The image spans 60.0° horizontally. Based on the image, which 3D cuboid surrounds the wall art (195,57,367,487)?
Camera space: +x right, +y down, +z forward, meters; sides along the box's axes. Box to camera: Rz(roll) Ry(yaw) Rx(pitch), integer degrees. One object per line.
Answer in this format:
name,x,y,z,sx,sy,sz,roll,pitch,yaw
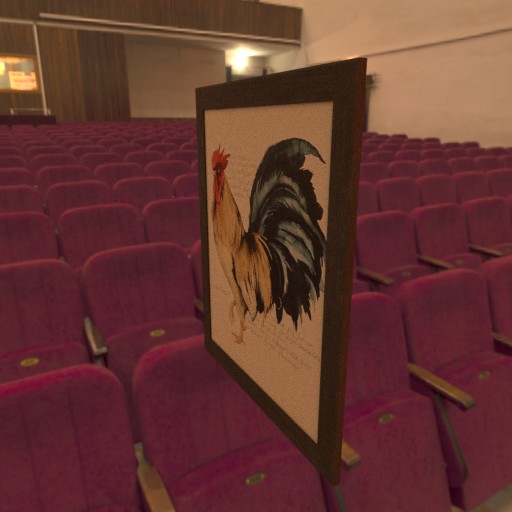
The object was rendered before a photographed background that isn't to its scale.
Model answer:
wall art,0.000,0.000,0.759,0.013,0.570,0.476,-9,19,-28
